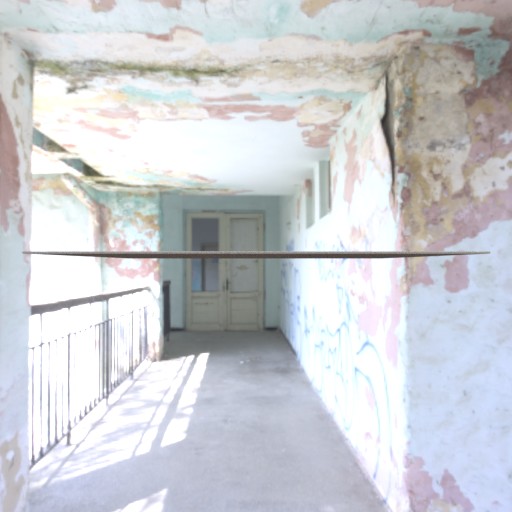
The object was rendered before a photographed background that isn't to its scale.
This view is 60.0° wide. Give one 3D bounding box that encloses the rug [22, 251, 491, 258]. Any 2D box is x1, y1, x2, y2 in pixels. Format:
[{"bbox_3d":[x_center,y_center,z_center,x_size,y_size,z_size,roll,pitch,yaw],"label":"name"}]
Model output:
[{"bbox_3d":[0.000,0.000,4.094,3.050,0.015,2.441,0,-1,0],"label":"rug"}]
